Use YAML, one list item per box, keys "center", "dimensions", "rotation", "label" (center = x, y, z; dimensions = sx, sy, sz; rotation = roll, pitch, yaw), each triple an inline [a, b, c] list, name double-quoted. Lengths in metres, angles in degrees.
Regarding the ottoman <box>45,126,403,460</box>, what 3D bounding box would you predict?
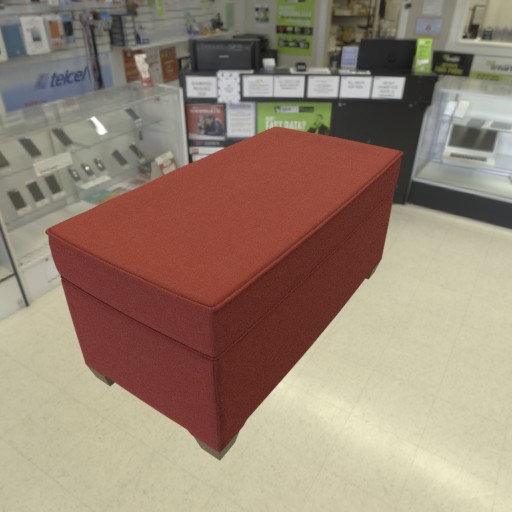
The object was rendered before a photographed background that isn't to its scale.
- center: [0.000, 0.000, 1.272]
  dimensions: [0.497, 0.454, 0.948]
  rotation: [21, 38, 29]
  label: "ottoman"
